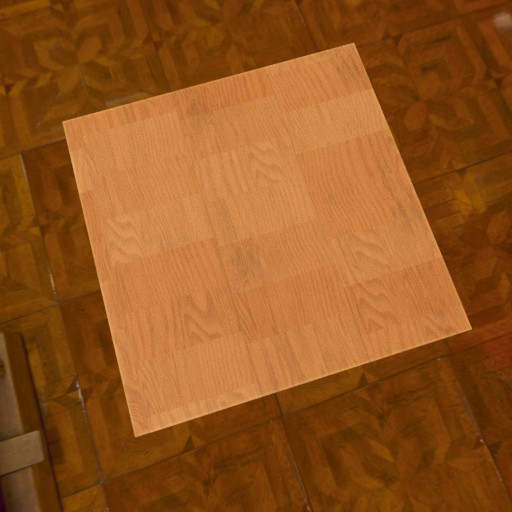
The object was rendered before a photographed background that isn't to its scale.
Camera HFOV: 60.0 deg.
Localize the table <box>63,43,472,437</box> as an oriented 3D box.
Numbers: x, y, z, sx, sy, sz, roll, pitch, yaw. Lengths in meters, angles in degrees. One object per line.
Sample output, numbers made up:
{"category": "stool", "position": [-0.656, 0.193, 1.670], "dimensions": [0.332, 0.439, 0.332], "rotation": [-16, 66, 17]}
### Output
{"category": "table", "position": [0.000, 0.000, 1.370], "dimensions": [0.747, 0.738, 0.747], "rotation": [-17, 78, -4]}
